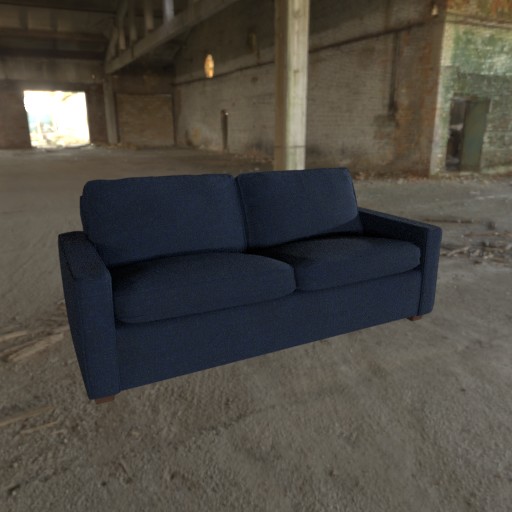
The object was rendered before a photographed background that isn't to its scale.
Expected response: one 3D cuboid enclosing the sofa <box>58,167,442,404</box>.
[{"bbox_3d":[0.000,0.000,2.593,2.080,0.919,0.940,-8,19,-26],"label":"sofa"}]
